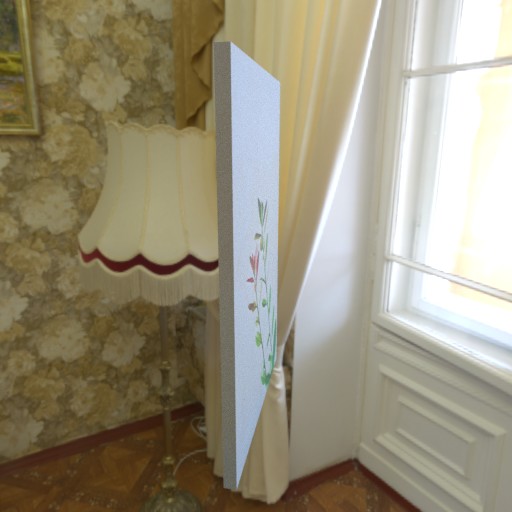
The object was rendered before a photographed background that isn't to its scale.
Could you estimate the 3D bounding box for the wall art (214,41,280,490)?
[{"bbox_3d":[0.000,0.000,1.448,0.038,1.143,0.764,3,15,10],"label":"wall art"}]
